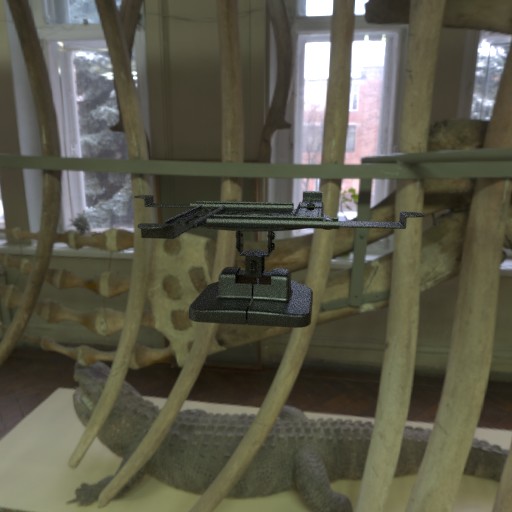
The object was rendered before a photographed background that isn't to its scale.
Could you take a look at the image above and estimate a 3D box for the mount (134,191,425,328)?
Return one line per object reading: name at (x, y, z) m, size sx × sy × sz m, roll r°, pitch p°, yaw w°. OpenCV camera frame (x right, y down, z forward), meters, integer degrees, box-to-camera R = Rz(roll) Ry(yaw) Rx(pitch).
mount at (0.000, 0.000, 0.597) m, size 0.394 × 0.141 × 0.394 m, roll 2°, pitch 14°, yaw 8°
